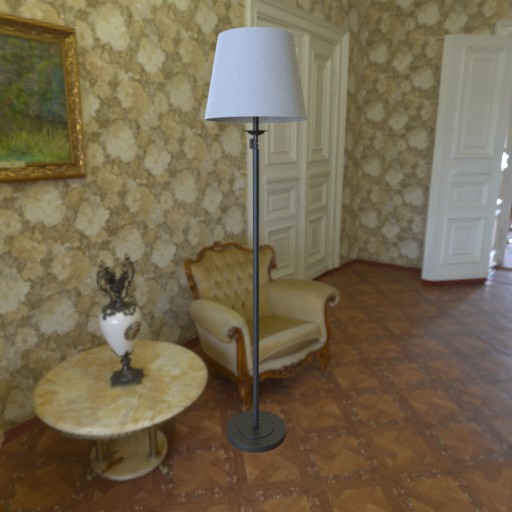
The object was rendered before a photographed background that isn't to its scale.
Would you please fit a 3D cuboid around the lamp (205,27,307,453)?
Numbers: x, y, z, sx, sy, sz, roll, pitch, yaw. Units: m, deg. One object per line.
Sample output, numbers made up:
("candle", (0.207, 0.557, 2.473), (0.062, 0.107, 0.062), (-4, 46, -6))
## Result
("lamp", (0.000, 0.000, 1.621), (0.348, 1.473, 0.348), (-2, 14, -9))
